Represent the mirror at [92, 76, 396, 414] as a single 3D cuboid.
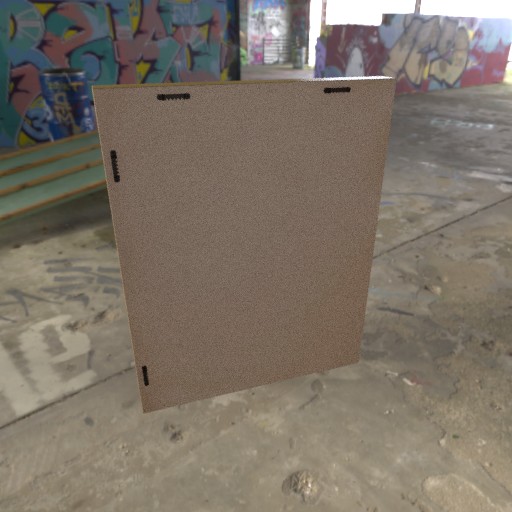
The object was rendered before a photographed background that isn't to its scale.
[{"bbox_3d":[0.000,0.000,0.691,0.405,0.508,0.041,-9,28,-16],"label":"mirror"}]
